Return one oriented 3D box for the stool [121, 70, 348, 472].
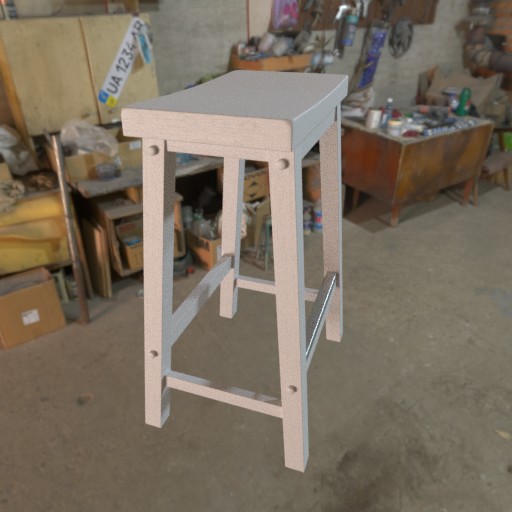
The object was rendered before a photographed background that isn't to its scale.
[{"bbox_3d":[0.000,0.000,0.849,0.322,0.610,0.406,10,31,17],"label":"stool"}]
